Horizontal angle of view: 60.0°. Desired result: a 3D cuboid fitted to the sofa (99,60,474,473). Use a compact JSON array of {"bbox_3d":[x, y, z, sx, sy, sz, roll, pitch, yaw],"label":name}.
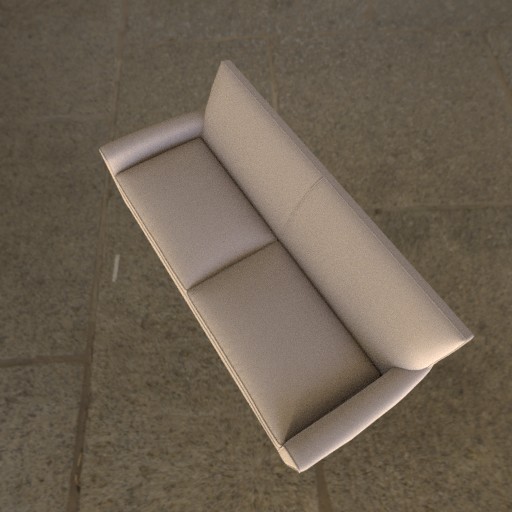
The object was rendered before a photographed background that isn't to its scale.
[{"bbox_3d":[0.000,0.000,2.399,0.875,0.846,2.000,-30,67,-14],"label":"sofa"}]
